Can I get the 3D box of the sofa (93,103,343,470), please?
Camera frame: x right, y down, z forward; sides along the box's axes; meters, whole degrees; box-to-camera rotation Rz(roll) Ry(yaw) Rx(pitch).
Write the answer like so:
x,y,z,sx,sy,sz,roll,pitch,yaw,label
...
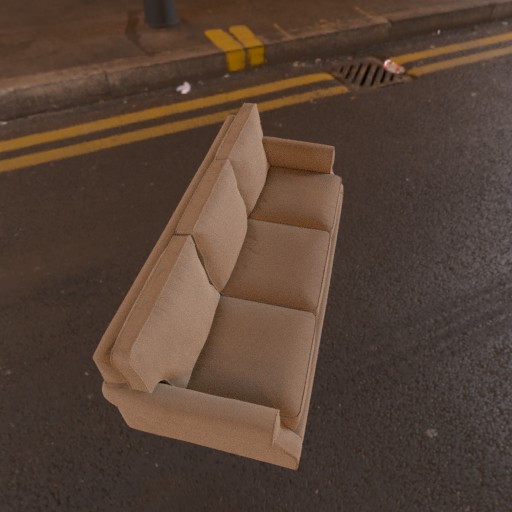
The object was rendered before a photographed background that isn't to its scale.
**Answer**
x,y,z,sx,sy,sz,roll,pitch,yaw,label
0.000,0.000,2.802,0.966,0.948,2.354,10,47,9,sofa
